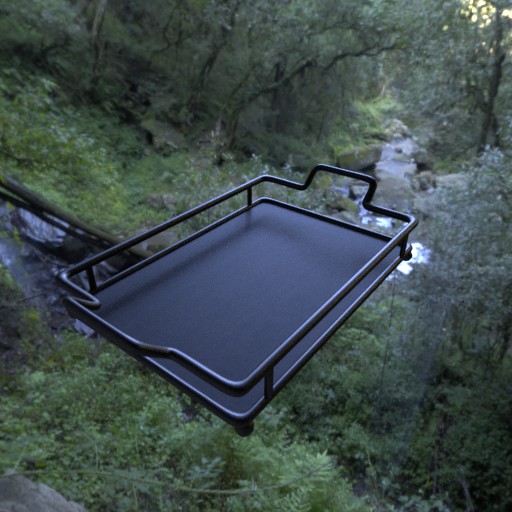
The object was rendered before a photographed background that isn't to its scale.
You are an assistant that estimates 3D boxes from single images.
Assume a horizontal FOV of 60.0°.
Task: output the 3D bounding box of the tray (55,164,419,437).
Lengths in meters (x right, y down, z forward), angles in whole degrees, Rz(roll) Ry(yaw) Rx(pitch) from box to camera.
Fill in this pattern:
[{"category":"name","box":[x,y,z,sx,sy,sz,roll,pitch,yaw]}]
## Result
[{"category":"tray","box":[0.000,0.000,0.602,0.297,0.101,0.495,22,38,32]}]
